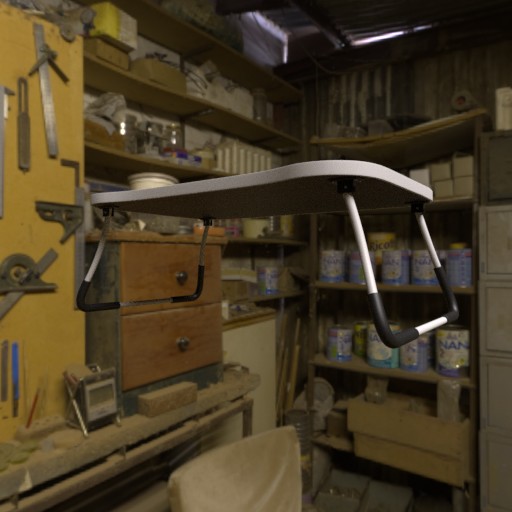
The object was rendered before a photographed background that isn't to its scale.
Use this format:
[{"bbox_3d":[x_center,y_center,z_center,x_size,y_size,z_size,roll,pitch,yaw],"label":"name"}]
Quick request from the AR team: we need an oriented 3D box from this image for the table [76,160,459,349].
[{"bbox_3d":[0.000,0.000,0.856,0.660,0.232,0.400,0,-1,36],"label":"table"}]
